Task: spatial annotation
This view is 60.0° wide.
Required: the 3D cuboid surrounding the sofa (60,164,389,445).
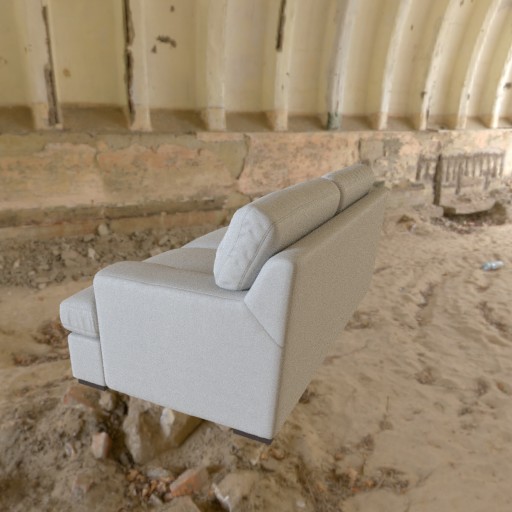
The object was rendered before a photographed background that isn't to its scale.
[{"bbox_3d":[0.000,0.000,2.524,1.143,0.940,1.880,8,18,24],"label":"sofa"}]
